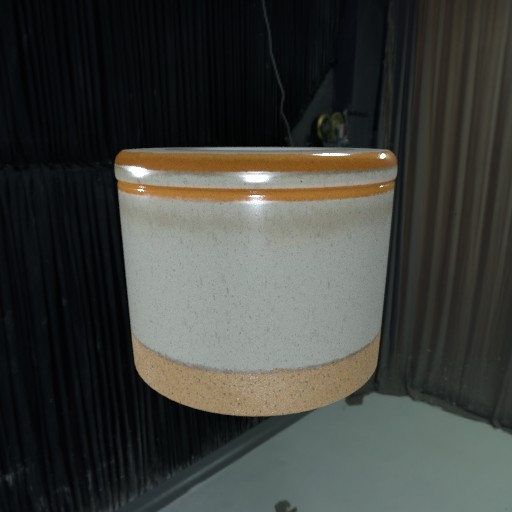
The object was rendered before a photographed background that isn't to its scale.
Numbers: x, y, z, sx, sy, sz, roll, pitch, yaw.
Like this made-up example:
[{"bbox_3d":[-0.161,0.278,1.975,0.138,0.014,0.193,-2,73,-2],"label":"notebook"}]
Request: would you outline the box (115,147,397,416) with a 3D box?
[{"bbox_3d":[0.000,0.000,0.212,0.123,0.100,0.123,0,15,0],"label":"box"}]
